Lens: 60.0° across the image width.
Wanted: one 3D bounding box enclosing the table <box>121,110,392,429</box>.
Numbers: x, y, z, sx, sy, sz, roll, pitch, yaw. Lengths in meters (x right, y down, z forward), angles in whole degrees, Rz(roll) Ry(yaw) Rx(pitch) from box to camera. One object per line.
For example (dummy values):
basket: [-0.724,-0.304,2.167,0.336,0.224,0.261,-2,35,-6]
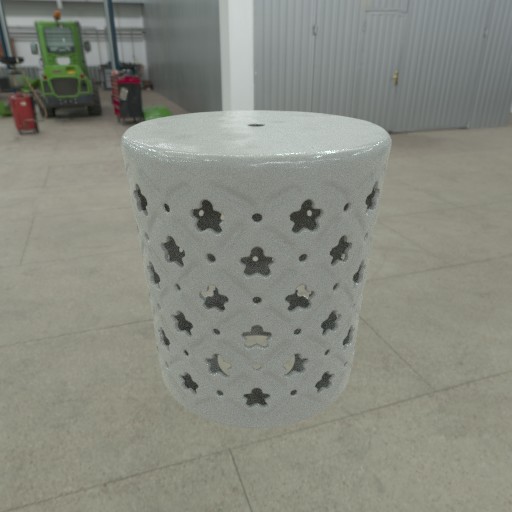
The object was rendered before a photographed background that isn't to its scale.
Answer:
table: [0.000,0.000,0.673,0.352,0.387,0.352,0,25,0]
